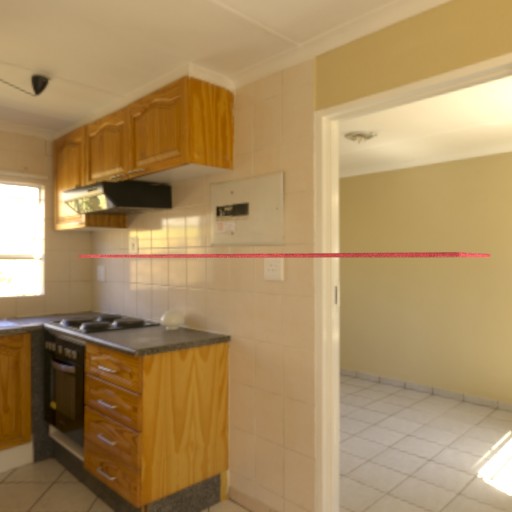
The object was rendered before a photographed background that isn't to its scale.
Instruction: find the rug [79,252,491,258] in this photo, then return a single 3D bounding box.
[{"bbox_3d":[0.000,0.000,2.694,2.439,0.018,0.813,0,0,35],"label":"rug"}]
